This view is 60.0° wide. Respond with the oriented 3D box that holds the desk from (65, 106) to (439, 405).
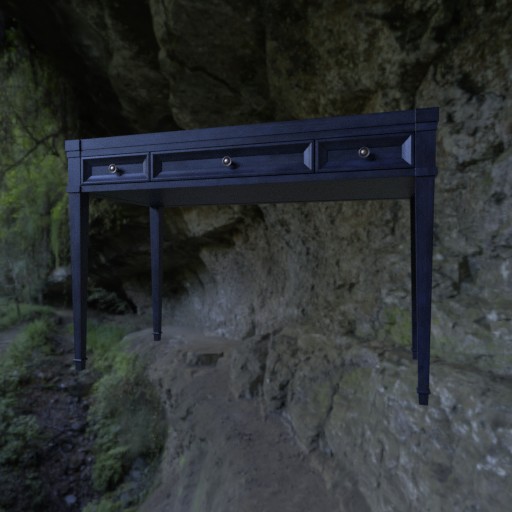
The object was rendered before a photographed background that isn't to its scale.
[{"bbox_3d":[0.000,0.000,1.756,1.289,0.861,0.630,0,1,18],"label":"desk"}]
